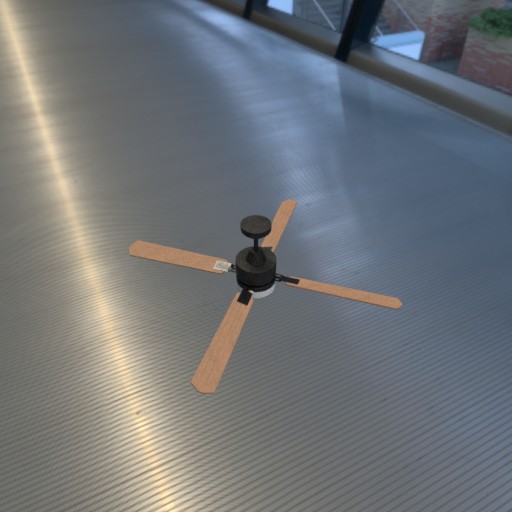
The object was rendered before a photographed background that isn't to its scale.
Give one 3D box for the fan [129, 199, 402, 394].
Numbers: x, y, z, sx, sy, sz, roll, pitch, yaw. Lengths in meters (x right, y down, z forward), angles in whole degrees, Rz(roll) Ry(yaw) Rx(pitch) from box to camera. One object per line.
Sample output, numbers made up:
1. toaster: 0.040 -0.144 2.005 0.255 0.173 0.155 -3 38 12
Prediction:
1. fan: 0.000 0.000 1.995 1.320 0.355 1.320 11 41 13
